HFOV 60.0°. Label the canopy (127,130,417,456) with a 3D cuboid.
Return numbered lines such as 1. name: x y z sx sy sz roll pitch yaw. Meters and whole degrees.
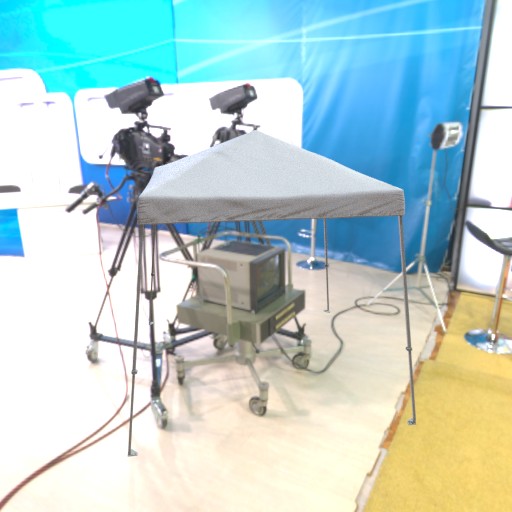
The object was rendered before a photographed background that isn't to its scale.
1. canopy: 0.000 0.000 5.210 2.849 2.850 2.850 -3 17 -9
